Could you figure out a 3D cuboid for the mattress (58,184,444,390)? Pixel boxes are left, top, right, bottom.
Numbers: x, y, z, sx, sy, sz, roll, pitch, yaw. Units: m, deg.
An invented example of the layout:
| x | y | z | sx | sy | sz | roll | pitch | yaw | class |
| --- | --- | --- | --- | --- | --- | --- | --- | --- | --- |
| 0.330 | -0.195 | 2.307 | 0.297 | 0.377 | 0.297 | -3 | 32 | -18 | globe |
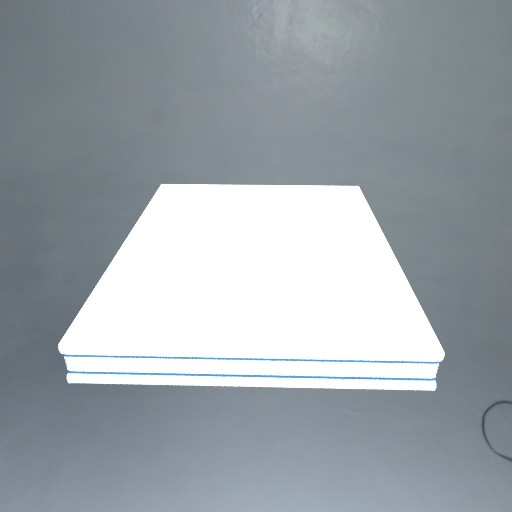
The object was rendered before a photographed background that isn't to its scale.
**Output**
| x | y | z | sx | sy | sz | roll | pitch | yaw | class |
| --- | --- | --- | --- | --- | --- | --- | --- | --- | --- |
| 0.000 | 0.000 | 2.749 | 1.600 | 0.230 | 2.000 | 1 | 29 | 1 | mattress |
